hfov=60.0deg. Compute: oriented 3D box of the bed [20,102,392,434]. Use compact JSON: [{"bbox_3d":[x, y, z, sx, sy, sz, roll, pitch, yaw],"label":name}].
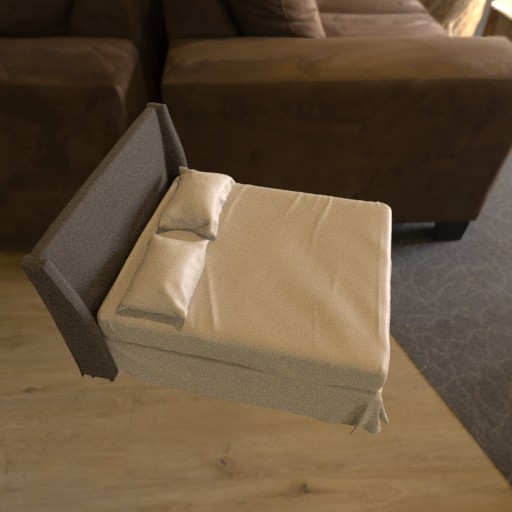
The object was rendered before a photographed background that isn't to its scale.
[{"bbox_3d":[0.000,0.000,3.372,2.276,1.332,1.925,9,47,9],"label":"bed"}]
